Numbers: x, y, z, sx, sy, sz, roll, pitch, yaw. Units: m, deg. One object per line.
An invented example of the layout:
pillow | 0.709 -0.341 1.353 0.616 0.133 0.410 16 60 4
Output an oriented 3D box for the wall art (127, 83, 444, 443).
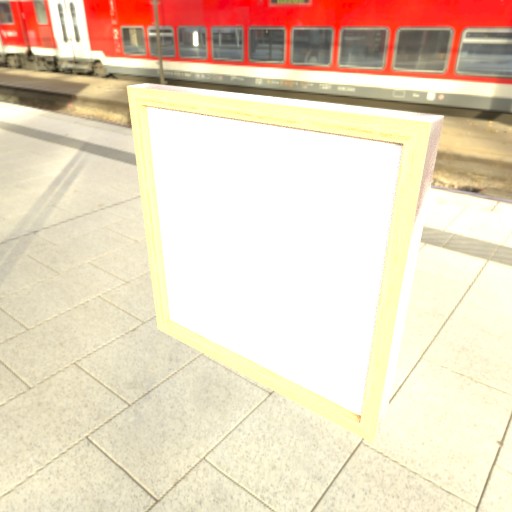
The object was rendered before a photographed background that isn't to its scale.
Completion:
wall art | 0.000 0.000 0.447 0.303 0.303 0.028 19 33 32
